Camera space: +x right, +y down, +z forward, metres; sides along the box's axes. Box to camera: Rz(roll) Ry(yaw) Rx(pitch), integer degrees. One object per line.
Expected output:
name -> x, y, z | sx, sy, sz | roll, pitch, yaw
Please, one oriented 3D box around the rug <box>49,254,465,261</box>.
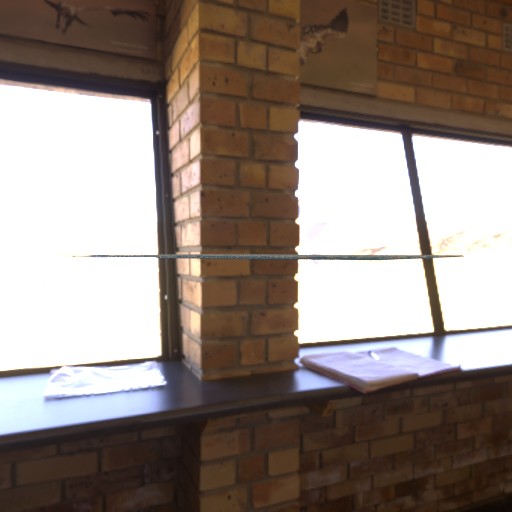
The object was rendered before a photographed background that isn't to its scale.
rug -> 0.000, 0.000, 2.873 | 2.205, 0.012, 1.554 | 0, 1, 36
